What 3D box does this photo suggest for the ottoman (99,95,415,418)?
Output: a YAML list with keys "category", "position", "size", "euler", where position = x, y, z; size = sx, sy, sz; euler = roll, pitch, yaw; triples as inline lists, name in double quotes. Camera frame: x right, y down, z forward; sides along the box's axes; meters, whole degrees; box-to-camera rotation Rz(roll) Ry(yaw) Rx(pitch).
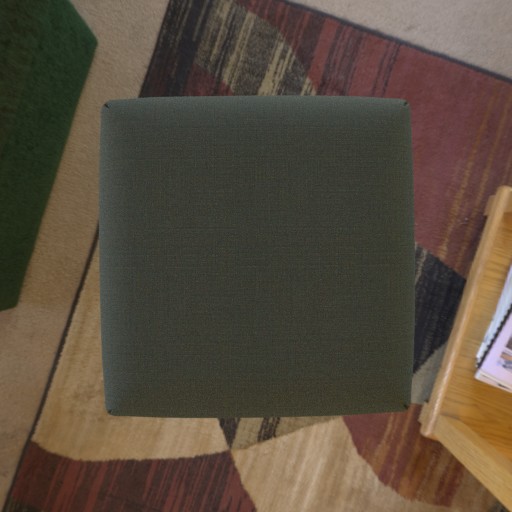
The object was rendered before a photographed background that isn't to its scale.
- category: "ottoman"
  position: [0.000, 0.000, 0.881]
  size: [0.497, 0.475, 0.507]
  euler: [0, 91, -1]
